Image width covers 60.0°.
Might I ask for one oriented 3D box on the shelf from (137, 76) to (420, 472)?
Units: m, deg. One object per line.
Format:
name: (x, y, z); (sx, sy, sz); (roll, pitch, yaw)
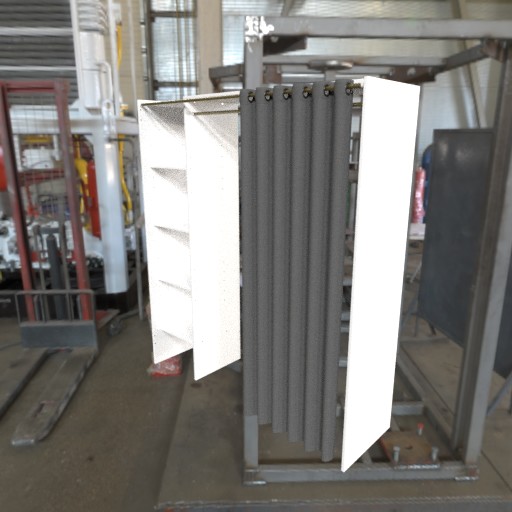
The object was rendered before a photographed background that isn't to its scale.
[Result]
shelf: (0.000, 0.000, 2.621); (1.600, 1.810, 0.500); (13, 20, 41)
